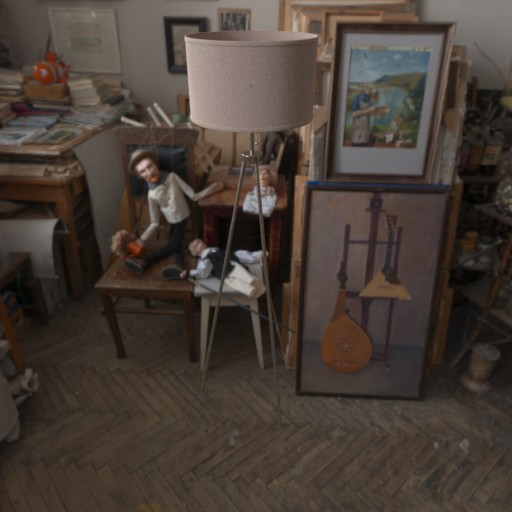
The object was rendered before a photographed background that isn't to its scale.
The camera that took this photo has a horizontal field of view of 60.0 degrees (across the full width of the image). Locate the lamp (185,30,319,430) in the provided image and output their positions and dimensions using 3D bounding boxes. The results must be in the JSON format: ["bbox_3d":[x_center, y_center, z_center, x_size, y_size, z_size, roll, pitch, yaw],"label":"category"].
[{"bbox_3d":[0.000,0.000,1.732,0.449,1.545,0.460,-19,35,-29],"label":"lamp"}]
